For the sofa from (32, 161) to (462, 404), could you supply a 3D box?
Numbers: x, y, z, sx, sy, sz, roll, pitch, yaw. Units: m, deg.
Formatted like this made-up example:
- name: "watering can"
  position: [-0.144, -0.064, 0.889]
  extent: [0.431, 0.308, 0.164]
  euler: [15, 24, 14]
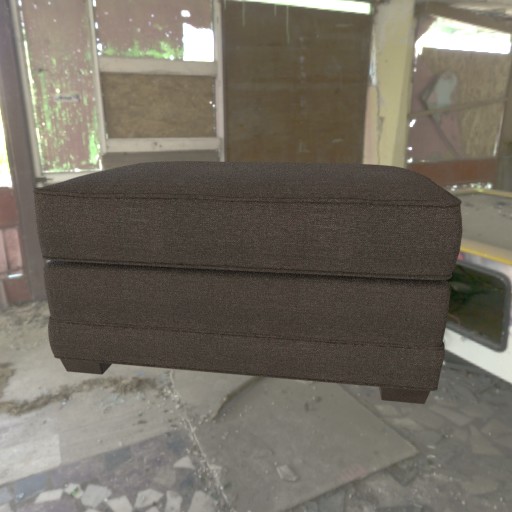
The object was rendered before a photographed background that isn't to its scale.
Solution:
- name: "sofa"
  position: [0.000, 0.000, 1.153]
  extent: [0.854, 0.457, 0.578]
  euler: [3, 17, 9]
